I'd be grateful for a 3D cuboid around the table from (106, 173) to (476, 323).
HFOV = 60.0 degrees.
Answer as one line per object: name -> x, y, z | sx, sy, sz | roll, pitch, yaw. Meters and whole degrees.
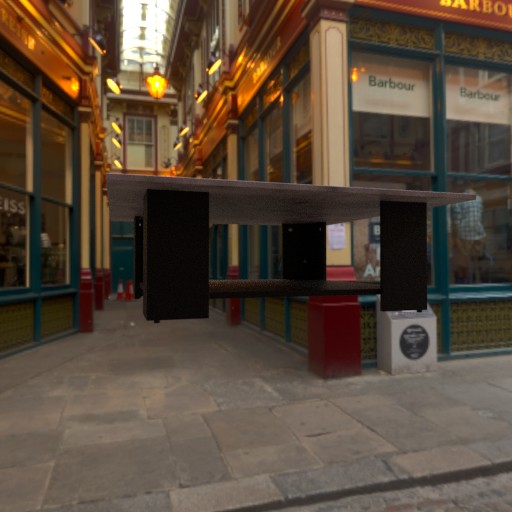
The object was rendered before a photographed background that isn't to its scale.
table -> 0.000, 0.000, 1.411 | 0.890, 0.305, 0.890 | 0, -1, -18
